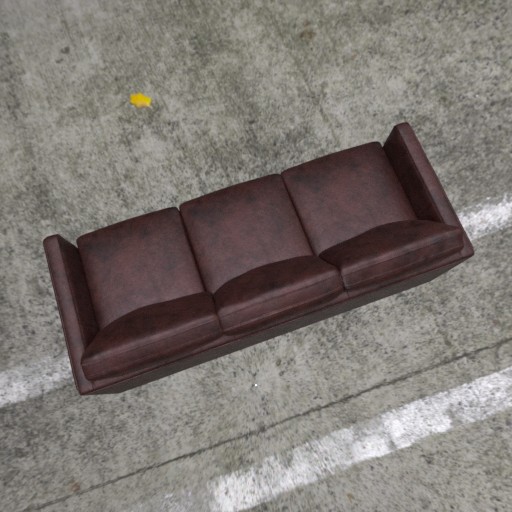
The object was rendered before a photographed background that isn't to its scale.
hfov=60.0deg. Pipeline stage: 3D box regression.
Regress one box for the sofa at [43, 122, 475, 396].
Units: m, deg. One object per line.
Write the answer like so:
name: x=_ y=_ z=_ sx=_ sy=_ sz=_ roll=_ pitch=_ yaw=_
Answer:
sofa: x=0.000 y=0.000 z=2.978 sx=2.464 sy=1.006 sz=1.045 roll=-19 pitch=75 yaw=-5
